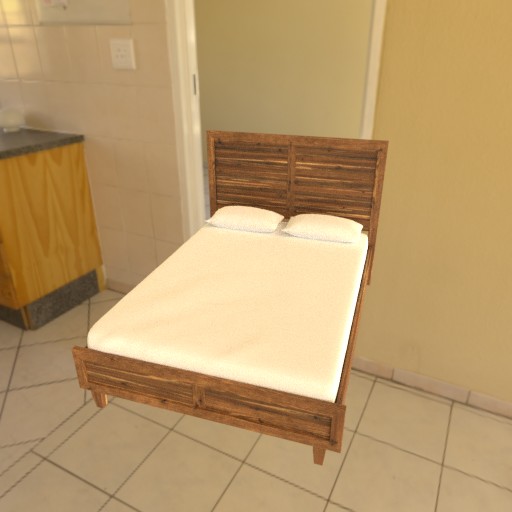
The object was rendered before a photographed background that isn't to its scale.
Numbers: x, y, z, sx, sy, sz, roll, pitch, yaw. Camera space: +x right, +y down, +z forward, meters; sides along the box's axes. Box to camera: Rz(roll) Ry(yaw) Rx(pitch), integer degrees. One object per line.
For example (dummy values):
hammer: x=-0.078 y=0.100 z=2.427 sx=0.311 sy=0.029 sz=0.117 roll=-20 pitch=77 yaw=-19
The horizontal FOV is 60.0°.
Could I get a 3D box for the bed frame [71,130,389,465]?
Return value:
bed frame: x=0.000 y=0.000 z=3.402 sx=1.696 sy=1.417 sz=2.276 roll=8 pitch=27 yaw=16
